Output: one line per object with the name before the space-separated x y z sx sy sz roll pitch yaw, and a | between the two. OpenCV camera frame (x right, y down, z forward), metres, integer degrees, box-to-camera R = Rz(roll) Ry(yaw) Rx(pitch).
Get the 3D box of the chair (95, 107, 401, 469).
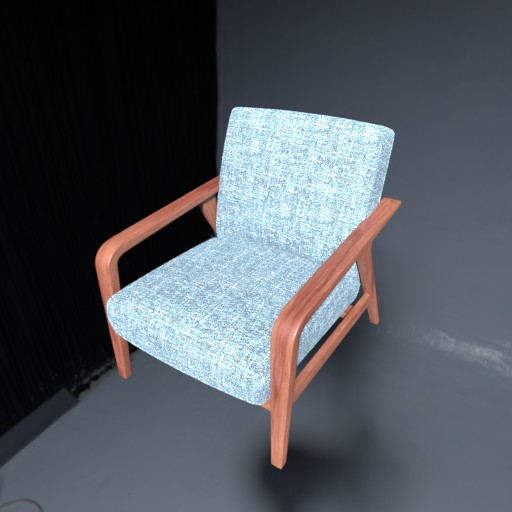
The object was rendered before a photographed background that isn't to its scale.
chair | 0.000 0.000 1.537 0.719 0.864 0.889 18 34 29
